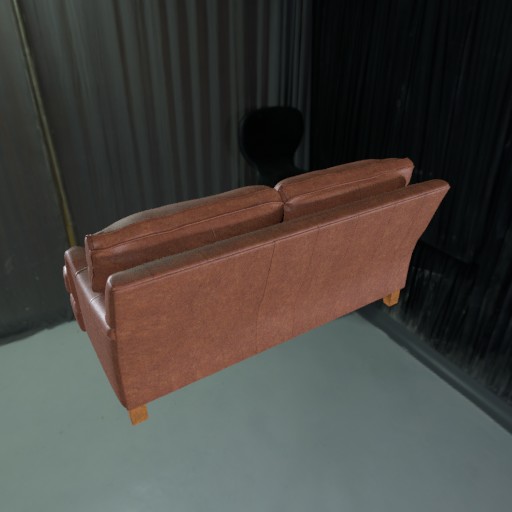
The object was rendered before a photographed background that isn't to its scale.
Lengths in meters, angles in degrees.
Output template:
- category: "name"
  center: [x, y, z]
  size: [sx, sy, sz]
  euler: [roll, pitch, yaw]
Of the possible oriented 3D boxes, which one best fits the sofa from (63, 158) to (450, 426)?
- category: "sofa"
  center: [0.000, 0.000, 2.791]
  size: [2.144, 1.071, 1.147]
  euler: [-18, 35, -28]
